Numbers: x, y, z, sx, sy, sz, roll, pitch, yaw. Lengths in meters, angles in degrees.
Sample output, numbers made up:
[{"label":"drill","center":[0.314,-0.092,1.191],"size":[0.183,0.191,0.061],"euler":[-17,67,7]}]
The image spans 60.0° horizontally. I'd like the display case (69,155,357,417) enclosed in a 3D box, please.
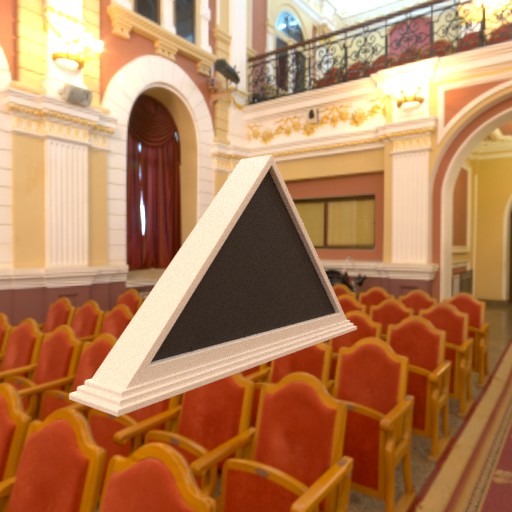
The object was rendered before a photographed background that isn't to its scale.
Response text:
[{"label":"display case","center":[0.000,0.000,0.766],"size":[0.095,0.340,0.640],"euler":[1,1,36]}]
